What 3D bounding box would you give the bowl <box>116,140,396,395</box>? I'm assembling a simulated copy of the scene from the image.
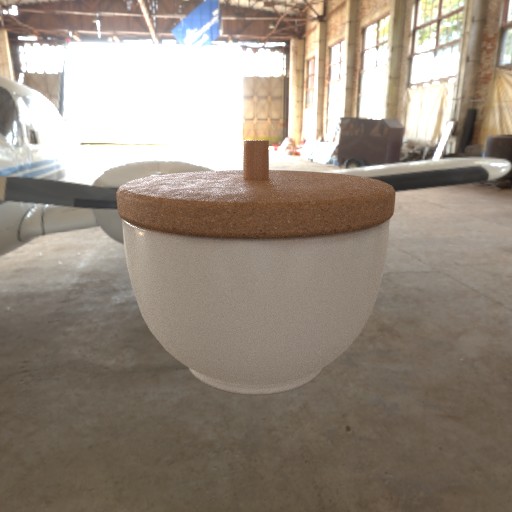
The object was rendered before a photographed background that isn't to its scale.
[{"bbox_3d":[0.000,0.000,0.218,0.126,0.110,0.126,0,16,0],"label":"bowl"}]
